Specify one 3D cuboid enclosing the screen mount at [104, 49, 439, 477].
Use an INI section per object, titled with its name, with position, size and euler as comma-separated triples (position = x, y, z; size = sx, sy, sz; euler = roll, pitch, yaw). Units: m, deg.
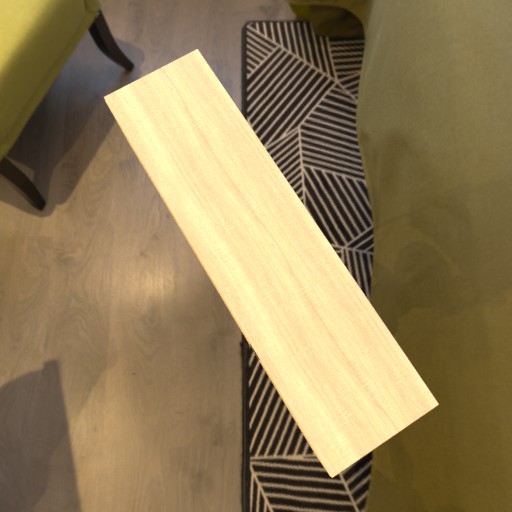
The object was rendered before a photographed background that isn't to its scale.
[screen mount]
position = 0.000, 0.000, 1.740
size = 0.401, 0.509, 1.500
euler = -31, 78, -7
